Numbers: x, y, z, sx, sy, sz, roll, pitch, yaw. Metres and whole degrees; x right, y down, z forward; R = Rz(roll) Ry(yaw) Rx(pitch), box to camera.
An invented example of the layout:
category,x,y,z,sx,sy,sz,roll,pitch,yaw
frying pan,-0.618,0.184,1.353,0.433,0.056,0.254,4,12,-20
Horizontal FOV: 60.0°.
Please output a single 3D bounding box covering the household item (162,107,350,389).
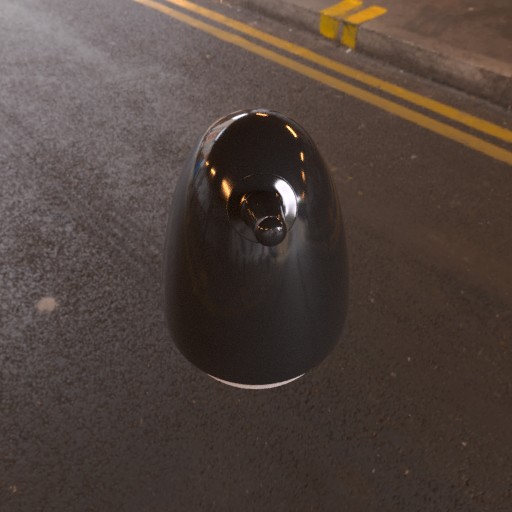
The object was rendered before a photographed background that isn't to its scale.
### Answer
category,x,y,z,sx,sy,sz,roll,pitch,yaw
household item,0.000,0.000,0.222,0.102,0.152,0.104,-4,47,-4
